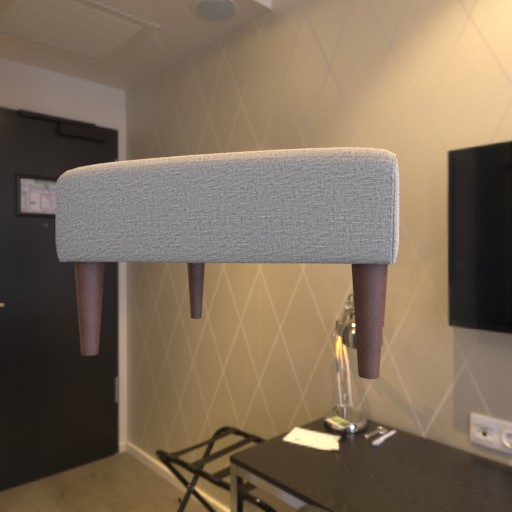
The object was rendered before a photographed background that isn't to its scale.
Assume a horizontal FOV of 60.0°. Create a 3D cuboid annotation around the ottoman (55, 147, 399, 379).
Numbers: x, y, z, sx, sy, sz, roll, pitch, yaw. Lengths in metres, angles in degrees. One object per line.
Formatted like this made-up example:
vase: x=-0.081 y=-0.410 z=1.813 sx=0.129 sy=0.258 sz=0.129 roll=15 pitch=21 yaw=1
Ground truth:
ottoman: x=0.000 y=0.000 z=1.068 sx=0.650 sy=0.398 sz=0.649 roll=0 pitch=1 yaw=17
